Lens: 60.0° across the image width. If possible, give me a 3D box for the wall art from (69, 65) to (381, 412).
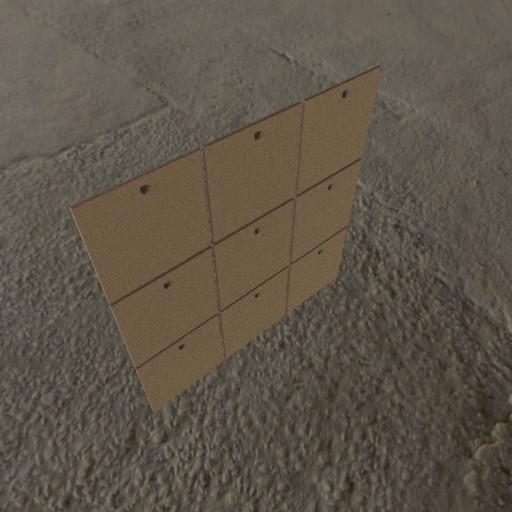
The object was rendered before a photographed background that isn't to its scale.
[{"bbox_3d":[0.000,0.000,1.824,1.221,1.218,0.019,-32,55,-26],"label":"wall art"}]
